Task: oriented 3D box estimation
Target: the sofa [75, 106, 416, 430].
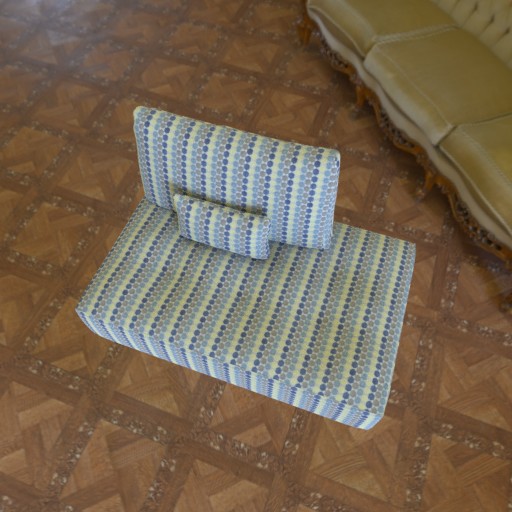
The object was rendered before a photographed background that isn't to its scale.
[{"bbox_3d":[0.000,0.000,2.048,1.450,0.820,1.000,17,60,10],"label":"sofa"}]
